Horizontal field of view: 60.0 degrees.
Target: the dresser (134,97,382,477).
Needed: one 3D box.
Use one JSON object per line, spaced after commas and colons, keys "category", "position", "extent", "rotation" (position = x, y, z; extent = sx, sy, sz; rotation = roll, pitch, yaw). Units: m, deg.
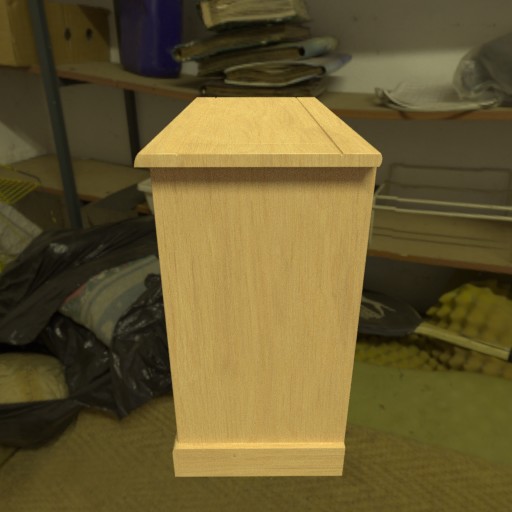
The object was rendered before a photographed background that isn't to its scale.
{"category": "dresser", "position": [0.000, 0.000, 1.370], "extent": [0.440, 0.835, 0.915], "rotation": [0, 25, 0]}
